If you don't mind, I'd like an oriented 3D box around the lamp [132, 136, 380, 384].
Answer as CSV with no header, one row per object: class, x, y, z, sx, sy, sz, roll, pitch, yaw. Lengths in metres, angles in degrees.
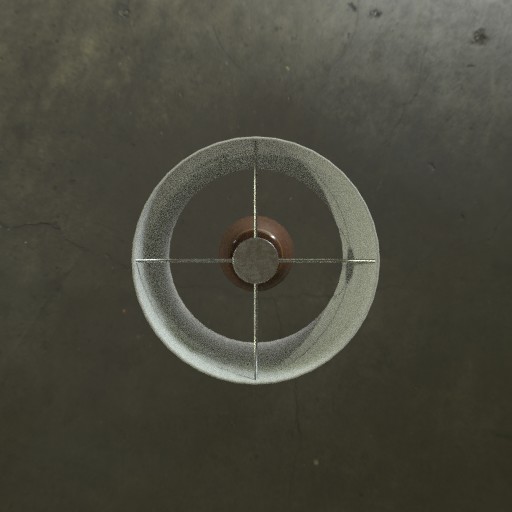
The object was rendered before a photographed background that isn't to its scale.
lamp,0.000,0.000,0.477,0.186,0.369,0.186,0,91,0
